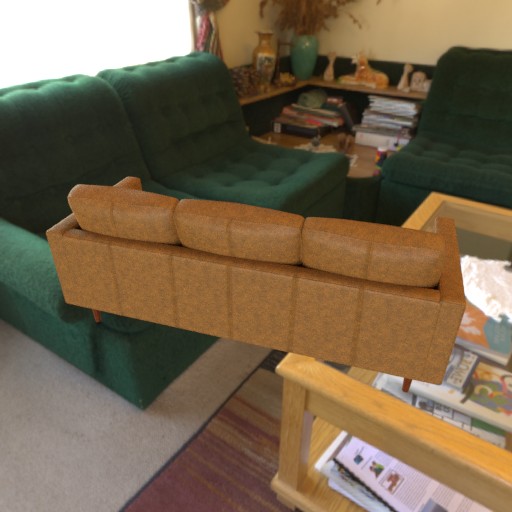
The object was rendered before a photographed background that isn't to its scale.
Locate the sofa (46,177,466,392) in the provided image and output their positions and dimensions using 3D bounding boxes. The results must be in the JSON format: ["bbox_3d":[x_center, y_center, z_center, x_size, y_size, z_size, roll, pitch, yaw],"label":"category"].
[{"bbox_3d":[0.000,0.000,2.712,2.231,0.930,0.903,9,33,15],"label":"sofa"}]
